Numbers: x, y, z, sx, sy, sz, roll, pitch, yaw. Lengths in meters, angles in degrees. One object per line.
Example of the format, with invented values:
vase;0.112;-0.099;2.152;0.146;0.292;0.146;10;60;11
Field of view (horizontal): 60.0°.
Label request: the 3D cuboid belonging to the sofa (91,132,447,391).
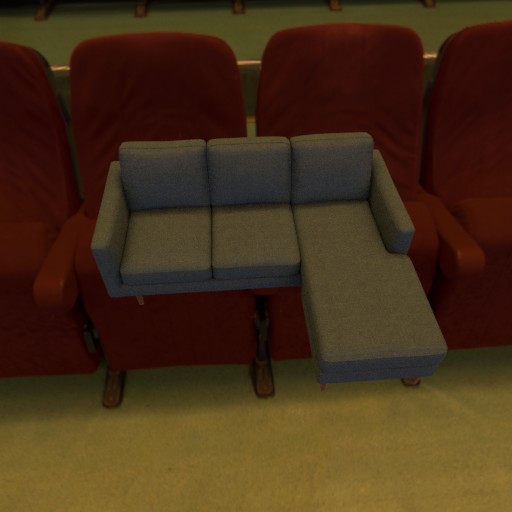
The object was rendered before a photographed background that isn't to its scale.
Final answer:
sofa;0.000;0.000;2.972;2.055;0.957;1.667;-3;48;-3
